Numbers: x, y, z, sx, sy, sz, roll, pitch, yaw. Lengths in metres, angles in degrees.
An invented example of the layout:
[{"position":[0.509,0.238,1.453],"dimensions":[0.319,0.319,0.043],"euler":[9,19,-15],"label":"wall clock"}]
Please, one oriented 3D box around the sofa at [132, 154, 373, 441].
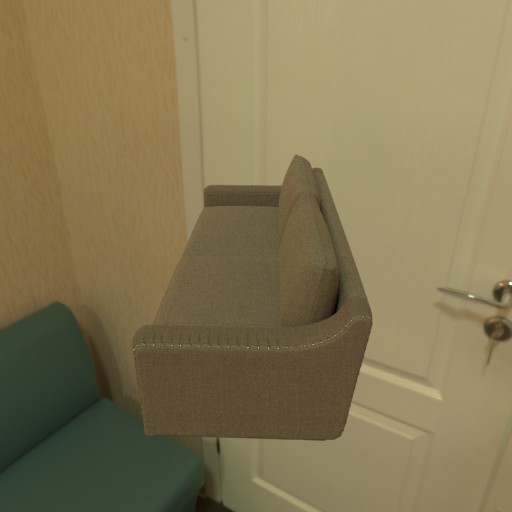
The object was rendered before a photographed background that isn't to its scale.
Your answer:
[{"position":[0.000,0.000,2.822],"dimensions":[1.000,0.857,2.208],"euler":[1,26,2],"label":"sofa"}]
